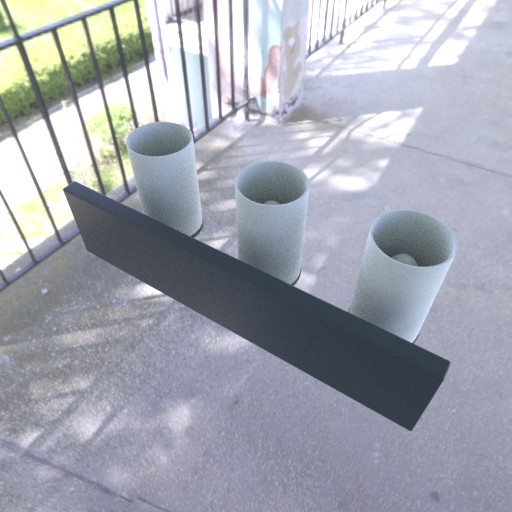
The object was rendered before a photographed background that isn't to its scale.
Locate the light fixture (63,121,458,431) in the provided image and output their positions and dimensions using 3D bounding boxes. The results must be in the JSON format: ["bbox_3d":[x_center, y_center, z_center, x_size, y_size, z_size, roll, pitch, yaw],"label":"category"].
[{"bbox_3d":[0.000,0.000,0.515,0.451,0.172,0.145,25,51,22],"label":"light fixture"}]
